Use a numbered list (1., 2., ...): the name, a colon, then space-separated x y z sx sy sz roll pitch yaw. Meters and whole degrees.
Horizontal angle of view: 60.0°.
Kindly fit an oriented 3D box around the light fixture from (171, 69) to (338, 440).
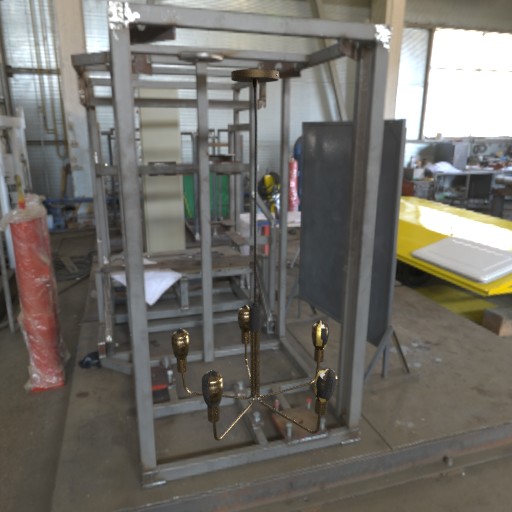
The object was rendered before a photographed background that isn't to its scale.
1. light fixture: 0.000 0.000 1.363 0.588 1.059 0.532 8 18 26
